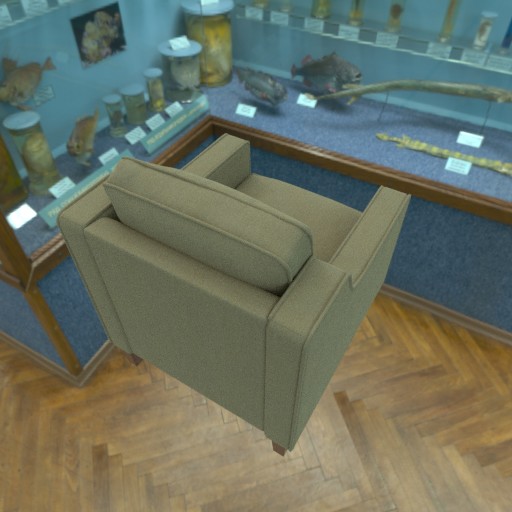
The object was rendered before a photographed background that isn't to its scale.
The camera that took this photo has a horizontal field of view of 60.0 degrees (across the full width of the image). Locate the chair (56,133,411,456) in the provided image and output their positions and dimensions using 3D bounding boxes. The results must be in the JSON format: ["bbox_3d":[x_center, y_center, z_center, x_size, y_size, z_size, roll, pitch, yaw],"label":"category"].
[{"bbox_3d":[0.000,0.000,1.653,0.831,0.960,0.909,24,51,21],"label":"chair"}]
